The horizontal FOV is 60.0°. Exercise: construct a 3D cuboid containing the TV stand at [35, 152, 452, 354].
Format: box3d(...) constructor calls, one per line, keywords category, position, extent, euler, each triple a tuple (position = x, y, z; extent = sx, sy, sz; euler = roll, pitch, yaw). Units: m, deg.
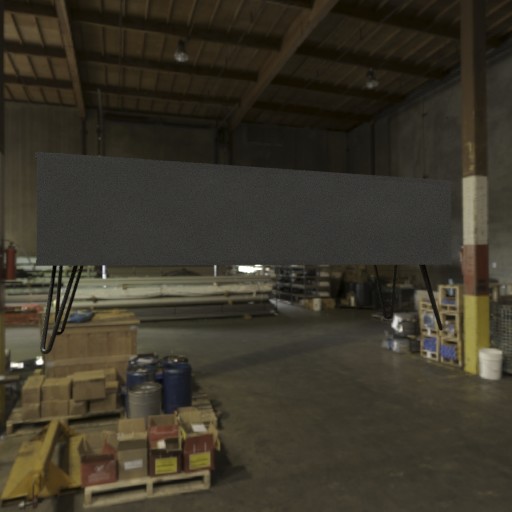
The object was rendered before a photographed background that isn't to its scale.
box3d(category="TV stand", position=(0.000, 0.000, 1.617), extent=(1.400, 0.560, 0.400), euler=(0, -1, -18))
